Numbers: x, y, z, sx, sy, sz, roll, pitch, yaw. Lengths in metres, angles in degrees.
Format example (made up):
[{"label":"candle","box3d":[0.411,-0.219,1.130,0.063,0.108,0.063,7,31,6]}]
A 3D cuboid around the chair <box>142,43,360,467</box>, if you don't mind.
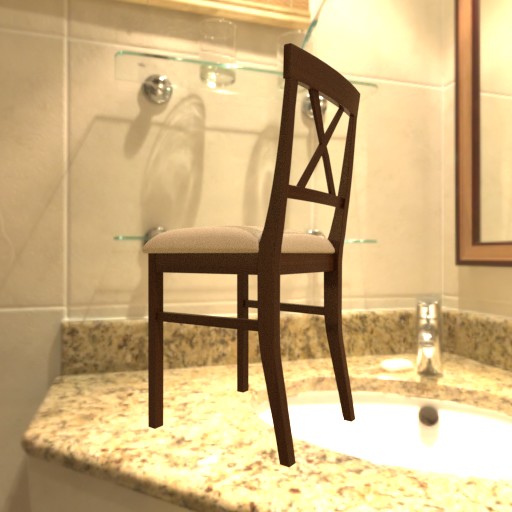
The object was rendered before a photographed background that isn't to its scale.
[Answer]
[{"label":"chair","box3d":[0.000,0.000,1.223,0.480,0.913,0.440,0,0,36]}]
